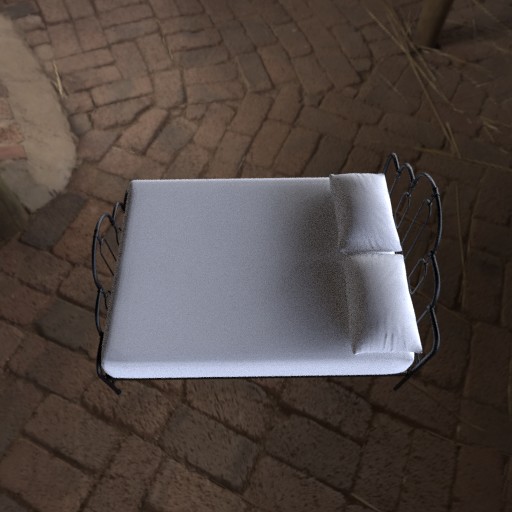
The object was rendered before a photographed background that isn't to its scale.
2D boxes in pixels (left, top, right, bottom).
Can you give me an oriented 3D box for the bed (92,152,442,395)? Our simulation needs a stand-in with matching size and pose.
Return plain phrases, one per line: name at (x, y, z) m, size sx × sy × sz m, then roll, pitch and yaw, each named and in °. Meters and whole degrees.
bed at (0.000, 0.000, 3.237) m, size 2.181 × 1.444 × 1.626 m, roll -1°, pitch 59°, yaw 0°
